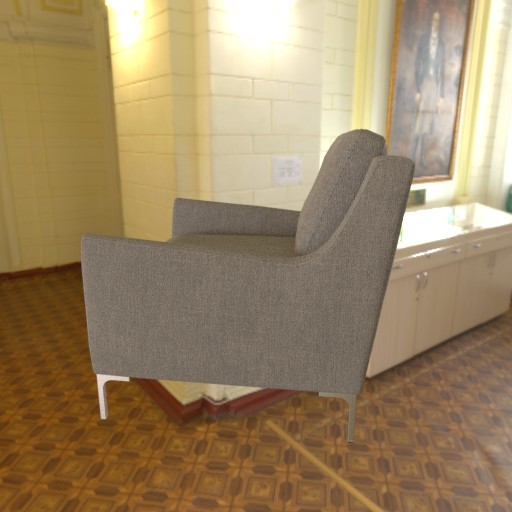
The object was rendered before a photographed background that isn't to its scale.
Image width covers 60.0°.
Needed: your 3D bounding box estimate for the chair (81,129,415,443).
[{"bbox_3d":[0.000,0.000,1.529,0.849,0.828,0.847,2,15,8],"label":"chair"}]
